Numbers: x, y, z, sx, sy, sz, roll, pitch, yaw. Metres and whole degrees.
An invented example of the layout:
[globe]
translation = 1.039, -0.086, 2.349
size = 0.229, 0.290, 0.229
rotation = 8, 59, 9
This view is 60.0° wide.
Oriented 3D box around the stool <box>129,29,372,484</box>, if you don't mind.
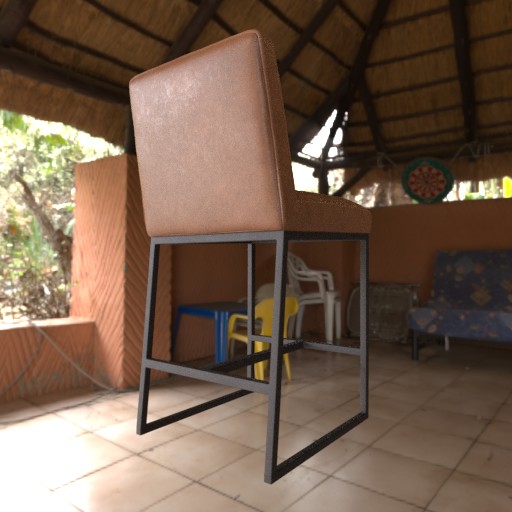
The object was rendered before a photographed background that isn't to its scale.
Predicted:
[stool]
translation = 0.000, 0.000, 1.226
size = 0.458, 0.940, 0.556
rotation = -1, -1, 37
